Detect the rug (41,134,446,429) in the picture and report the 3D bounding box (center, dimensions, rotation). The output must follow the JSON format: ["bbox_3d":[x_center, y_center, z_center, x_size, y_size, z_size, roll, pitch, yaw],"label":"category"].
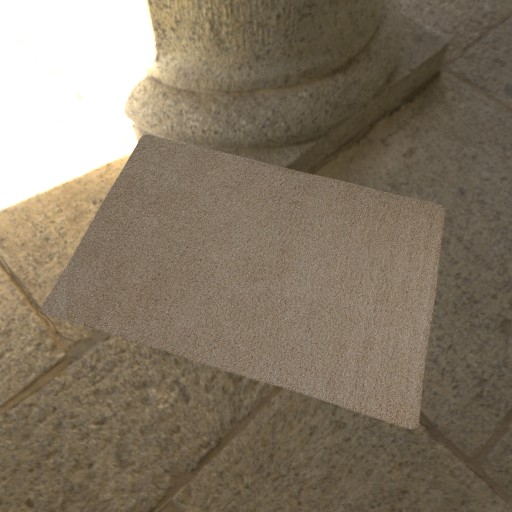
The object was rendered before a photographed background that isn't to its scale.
[{"bbox_3d":[0.000,0.000,3.401,2.700,0.024,1.801,15,62,8],"label":"rug"}]
